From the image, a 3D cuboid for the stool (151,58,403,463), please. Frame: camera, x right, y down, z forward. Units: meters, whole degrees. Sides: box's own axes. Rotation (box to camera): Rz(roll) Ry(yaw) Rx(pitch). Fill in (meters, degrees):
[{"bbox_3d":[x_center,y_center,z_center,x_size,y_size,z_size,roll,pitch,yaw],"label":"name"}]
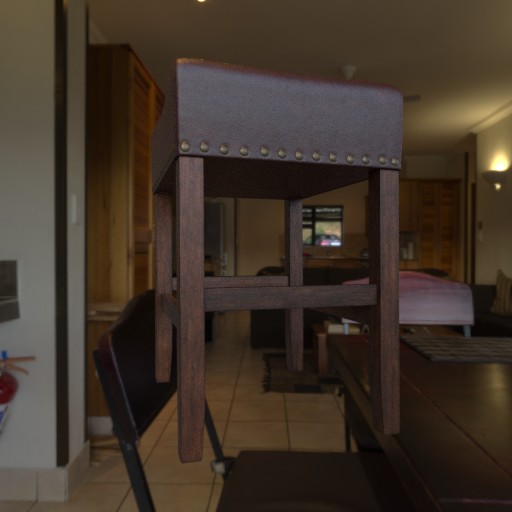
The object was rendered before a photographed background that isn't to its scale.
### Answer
[{"bbox_3d":[0.000,0.000,0.921,0.397,0.608,0.465,0,0,-17],"label":"stool"}]
